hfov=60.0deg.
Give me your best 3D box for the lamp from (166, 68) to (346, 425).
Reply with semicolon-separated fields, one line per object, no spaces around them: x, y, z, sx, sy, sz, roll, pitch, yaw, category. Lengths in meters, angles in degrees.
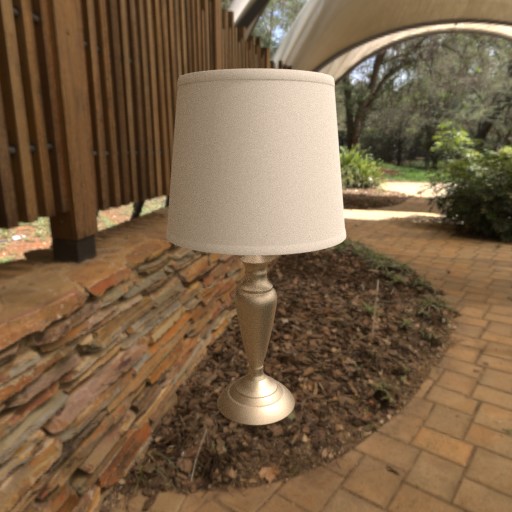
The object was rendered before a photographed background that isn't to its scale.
0.000;0.000;0.833;0.328;0.619;0.328;0;15;0;lamp
